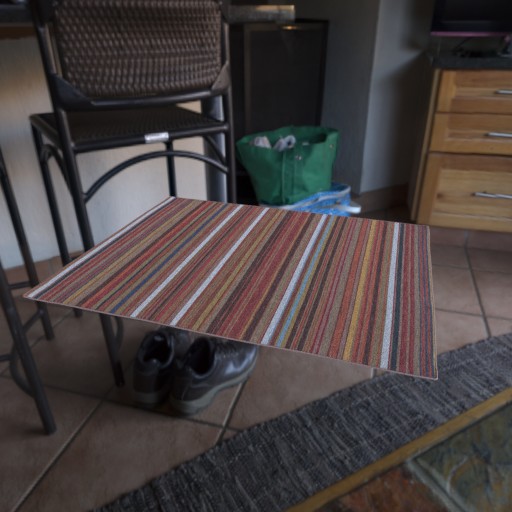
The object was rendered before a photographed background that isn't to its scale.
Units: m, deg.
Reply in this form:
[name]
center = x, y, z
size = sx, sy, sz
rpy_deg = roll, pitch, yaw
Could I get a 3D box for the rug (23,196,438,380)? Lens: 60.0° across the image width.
[rug]
center = 0.000, 0.000, 4.110
size = 3.092, 0.023, 2.479
rpy_deg = 8, 28, 16
